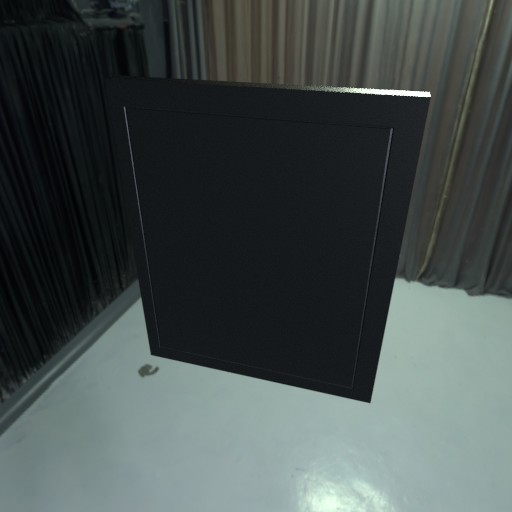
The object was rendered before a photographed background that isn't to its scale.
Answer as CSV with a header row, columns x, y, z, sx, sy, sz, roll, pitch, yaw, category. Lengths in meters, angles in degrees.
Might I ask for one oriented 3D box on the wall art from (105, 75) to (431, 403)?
x,y,z,sx,sy,sz,roll,pitch,yaw,category
0.000,0.000,0.763,0.461,0.558,0.031,9,32,14,wall art
